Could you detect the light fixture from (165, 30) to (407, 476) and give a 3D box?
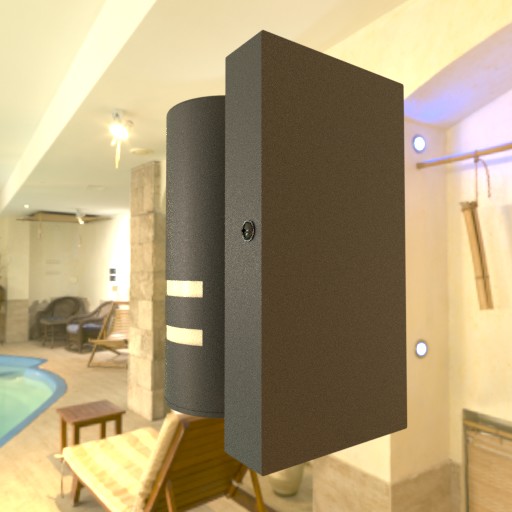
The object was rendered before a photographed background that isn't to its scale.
[{"bbox_3d":[0.000,0.000,0.260,0.098,0.179,0.138,1,-2,-35],"label":"light fixture"}]
